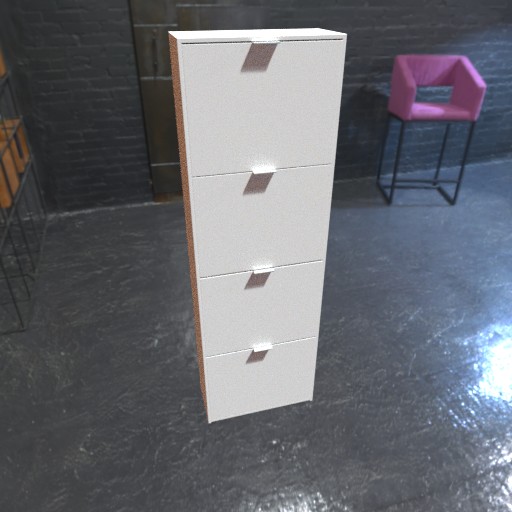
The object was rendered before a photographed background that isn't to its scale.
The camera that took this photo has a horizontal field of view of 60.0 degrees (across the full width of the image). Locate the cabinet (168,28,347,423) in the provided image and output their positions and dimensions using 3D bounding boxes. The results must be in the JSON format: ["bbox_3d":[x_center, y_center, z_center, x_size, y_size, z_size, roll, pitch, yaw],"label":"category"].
[{"bbox_3d":[0.000,0.000,1.809,0.520,1.630,0.255,-8,32,-13],"label":"cabinet"}]
